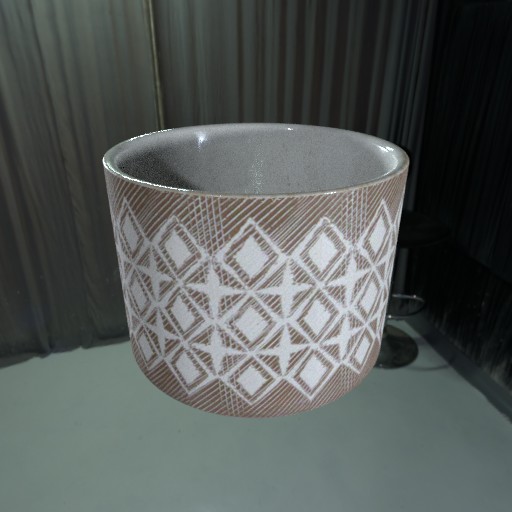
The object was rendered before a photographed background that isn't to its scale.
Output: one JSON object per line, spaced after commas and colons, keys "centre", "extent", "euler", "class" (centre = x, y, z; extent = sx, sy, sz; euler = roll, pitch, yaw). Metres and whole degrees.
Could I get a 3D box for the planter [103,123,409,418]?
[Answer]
{"centre": [0.000, 0.000, 0.214], "extent": [0.126, 0.104, 0.126], "euler": [0, 26, 0], "class": "planter"}
